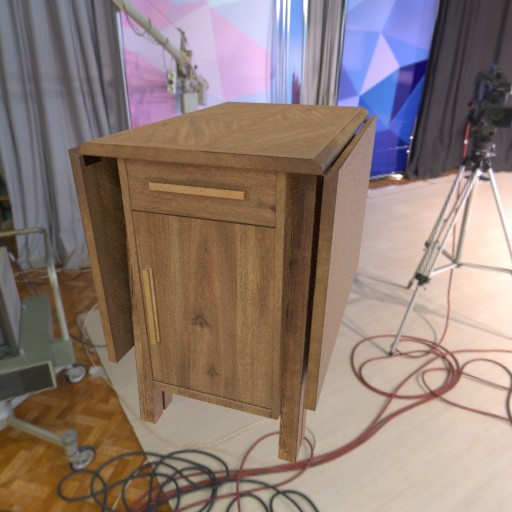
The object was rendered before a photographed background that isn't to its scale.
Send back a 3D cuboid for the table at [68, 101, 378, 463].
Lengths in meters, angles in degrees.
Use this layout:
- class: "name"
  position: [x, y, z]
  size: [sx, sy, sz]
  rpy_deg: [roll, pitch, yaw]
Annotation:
- class: "table"
  position: [0.000, 0.000, 1.661]
  size: [0.701, 0.981, 0.967]
  rpy_deg: [8, 26, 17]
